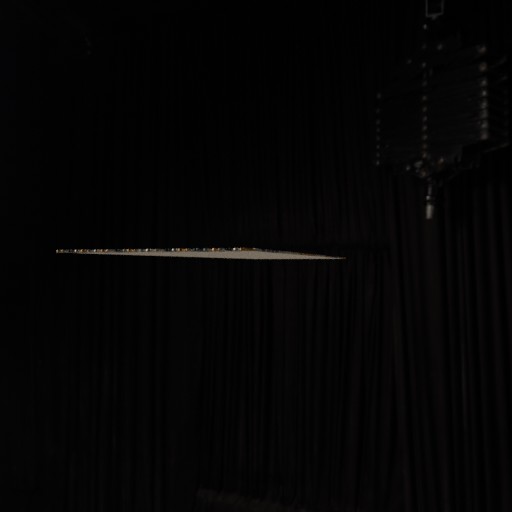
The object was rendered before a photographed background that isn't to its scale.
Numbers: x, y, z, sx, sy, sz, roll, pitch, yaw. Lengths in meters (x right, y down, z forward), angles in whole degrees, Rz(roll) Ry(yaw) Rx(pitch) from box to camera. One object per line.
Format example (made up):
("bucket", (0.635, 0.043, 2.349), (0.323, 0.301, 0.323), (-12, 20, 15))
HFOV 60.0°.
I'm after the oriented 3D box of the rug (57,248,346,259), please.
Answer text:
("rug", (0.000, 0.000, 2.700), (0.783, 0.010, 2.437), (0, -1, 19))
